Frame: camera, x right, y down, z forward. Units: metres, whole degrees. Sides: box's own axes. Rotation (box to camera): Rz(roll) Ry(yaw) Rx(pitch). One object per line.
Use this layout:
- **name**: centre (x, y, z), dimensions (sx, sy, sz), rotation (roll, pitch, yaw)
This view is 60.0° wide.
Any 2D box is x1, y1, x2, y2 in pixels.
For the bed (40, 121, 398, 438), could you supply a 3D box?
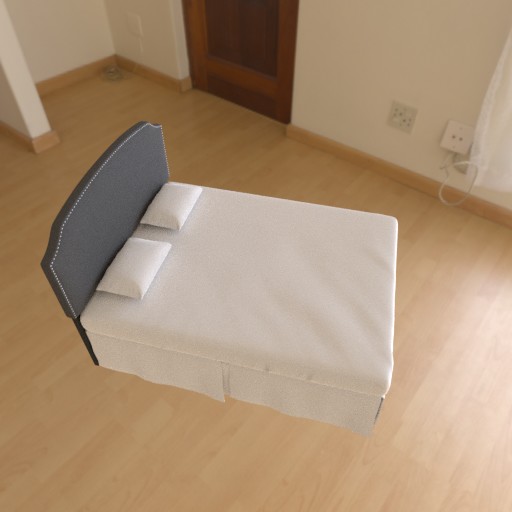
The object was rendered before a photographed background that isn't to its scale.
- **bed**: centre (0.000, 0.000, 3.016), dimensions (1.999, 1.270, 1.558), rotation (10, 47, 10)
